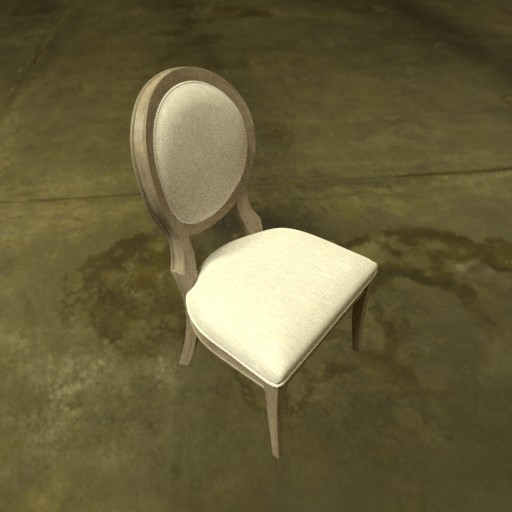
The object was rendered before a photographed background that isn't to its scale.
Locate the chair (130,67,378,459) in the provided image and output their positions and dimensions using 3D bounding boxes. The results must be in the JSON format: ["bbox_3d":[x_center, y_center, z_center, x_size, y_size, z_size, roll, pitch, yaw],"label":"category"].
[{"bbox_3d":[0.000,0.000,1.342,0.602,0.990,0.558,28,49,28],"label":"chair"}]
